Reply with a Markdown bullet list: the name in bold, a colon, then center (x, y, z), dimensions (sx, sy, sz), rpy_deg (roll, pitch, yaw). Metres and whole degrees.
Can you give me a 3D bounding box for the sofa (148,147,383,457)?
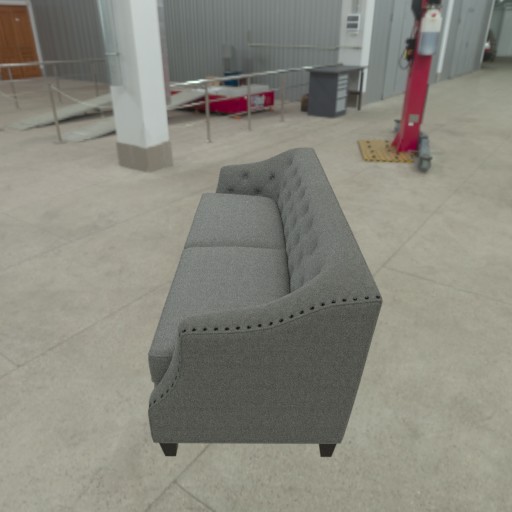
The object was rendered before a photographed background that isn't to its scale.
- **sofa**: center (0.000, 0.000, 2.730), dimensions (0.914, 0.901, 2.235), rpy_deg (0, 27, 0)
